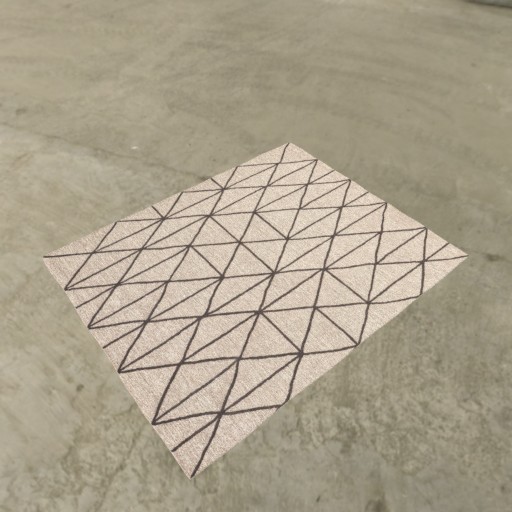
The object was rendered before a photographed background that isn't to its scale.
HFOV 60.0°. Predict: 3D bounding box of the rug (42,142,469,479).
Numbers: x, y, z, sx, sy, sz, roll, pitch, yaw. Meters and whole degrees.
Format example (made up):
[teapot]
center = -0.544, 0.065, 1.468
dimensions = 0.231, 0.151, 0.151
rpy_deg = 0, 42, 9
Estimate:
[rug]
center = 0.000, 0.000, 4.040
dimensions = 3.061, 0.022, 2.468
rpy_deg = -30, 53, -26
